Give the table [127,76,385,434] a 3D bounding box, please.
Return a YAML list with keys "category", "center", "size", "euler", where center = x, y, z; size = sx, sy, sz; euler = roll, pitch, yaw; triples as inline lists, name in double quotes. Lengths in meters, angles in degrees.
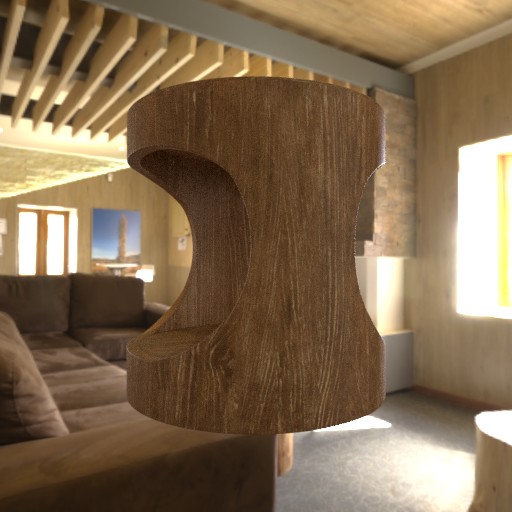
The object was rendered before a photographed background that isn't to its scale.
- category: "table"
  center: [0.000, 0.000, 0.942]
  size: [0.527, 0.551, 0.527]
  euler: [0, 0, 0]
